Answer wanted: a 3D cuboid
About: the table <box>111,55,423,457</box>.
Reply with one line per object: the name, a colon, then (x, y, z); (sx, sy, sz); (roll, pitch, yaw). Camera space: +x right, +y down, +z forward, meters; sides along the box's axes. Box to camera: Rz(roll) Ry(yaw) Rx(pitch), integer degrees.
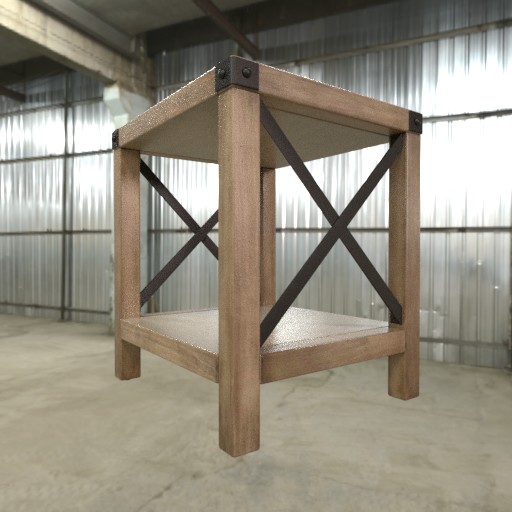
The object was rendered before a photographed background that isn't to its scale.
table: (0.000, 0.000, 0.935); (0.459, 0.561, 0.510); (-1, 1, -36)
